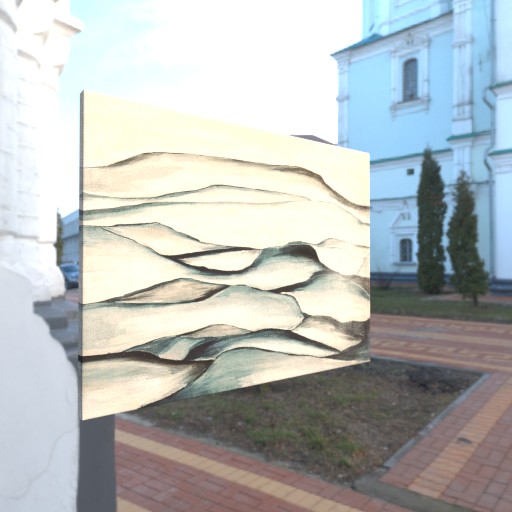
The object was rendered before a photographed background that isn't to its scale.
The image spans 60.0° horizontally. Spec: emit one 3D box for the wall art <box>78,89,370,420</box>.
[{"bbox_3d":[0.000,0.000,1.598,1.219,0.915,0.039,1,-1,-37],"label":"wall art"}]
